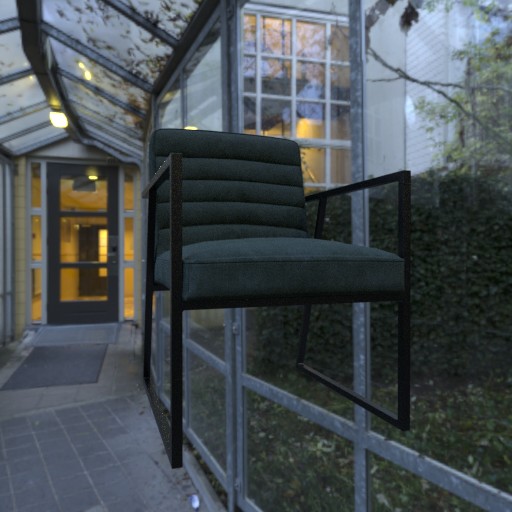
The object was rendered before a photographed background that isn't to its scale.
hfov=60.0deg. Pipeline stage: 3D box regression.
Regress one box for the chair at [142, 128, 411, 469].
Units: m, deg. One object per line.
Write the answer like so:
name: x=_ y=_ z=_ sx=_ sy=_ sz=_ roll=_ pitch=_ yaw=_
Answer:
chair: x=0.000 y=0.000 z=1.251 sx=0.571 sy=0.833 sz=0.677 roll=0 pitch=1 yaw=-19
